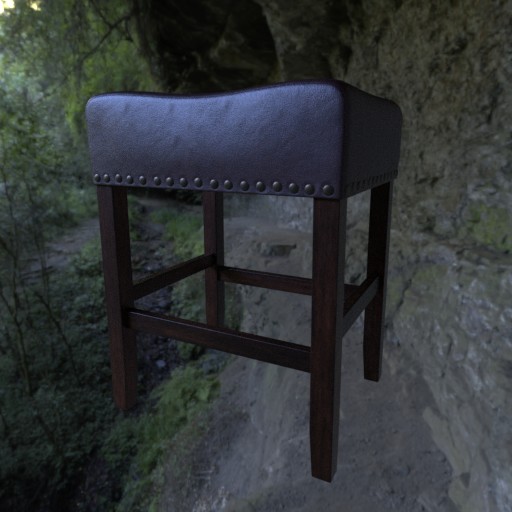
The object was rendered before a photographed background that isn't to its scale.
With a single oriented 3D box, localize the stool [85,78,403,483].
[{"bbox_3d":[0.000,0.000,0.889,0.465,0.608,0.397,7,16,26],"label":"stool"}]
